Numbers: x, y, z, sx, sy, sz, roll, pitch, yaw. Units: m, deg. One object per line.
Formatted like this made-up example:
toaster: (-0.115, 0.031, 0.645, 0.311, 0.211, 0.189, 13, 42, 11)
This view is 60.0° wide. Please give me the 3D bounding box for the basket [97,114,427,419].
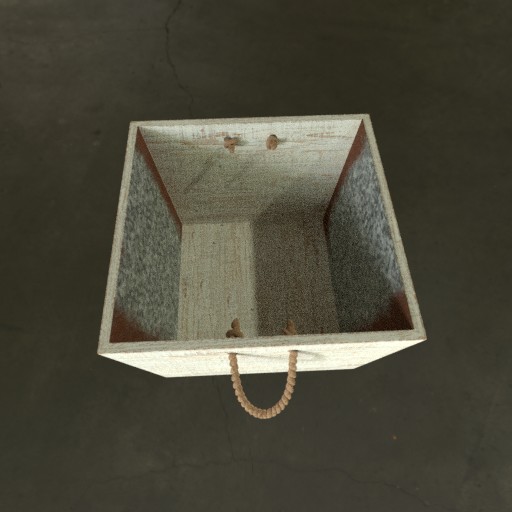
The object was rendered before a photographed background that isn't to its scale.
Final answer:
basket: (0.000, 0.000, 0.765, 0.413, 0.247, 0.545, -2, 59, -1)
